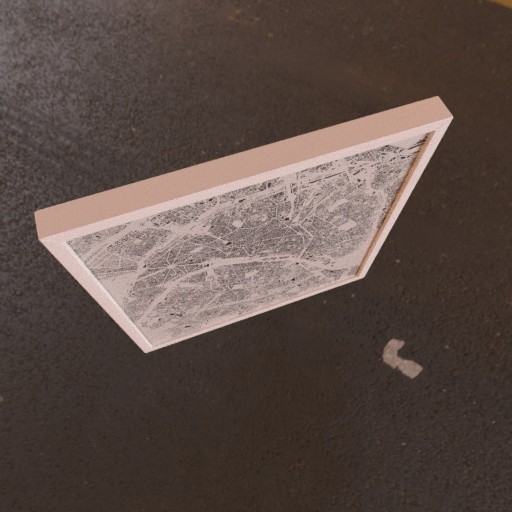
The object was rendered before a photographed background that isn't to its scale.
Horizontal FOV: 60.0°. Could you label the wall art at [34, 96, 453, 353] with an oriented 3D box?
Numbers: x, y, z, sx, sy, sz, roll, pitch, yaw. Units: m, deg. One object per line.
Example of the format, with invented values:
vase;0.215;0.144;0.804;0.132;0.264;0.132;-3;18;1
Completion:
wall art;0.000;0.000;0.746;0.508;0.508;0.038;-18;65;-9
